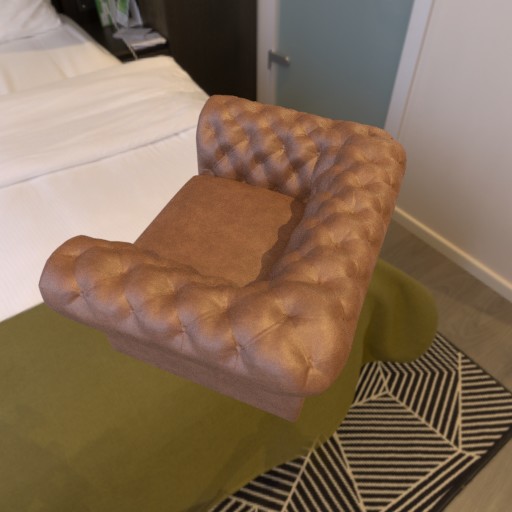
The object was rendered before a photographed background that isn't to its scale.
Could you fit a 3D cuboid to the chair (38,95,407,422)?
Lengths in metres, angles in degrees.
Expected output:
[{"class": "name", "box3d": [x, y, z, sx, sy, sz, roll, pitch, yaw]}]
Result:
[{"class": "chair", "box3d": [0.000, 0.000, 1.838, 0.954, 0.784, 1.298, 17, 49, 15]}]
